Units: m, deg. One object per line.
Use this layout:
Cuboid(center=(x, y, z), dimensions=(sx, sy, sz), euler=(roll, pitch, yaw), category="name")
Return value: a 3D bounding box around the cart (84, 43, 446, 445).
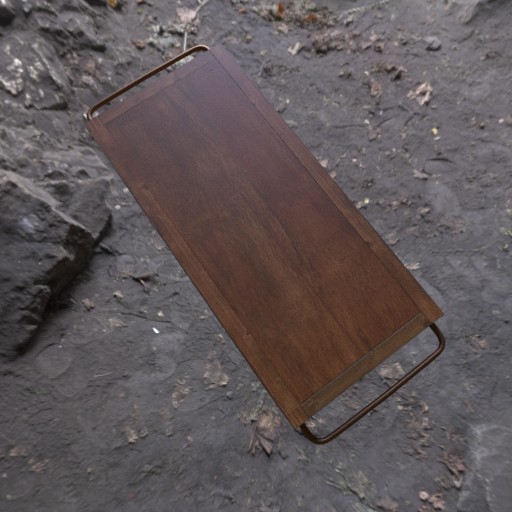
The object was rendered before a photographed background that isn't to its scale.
Cuboid(center=(0.000, 0.000, 1.484), dimensions=(0.445, 0.830, 1.065), euler=(-34, 77, -9), category="cart")
